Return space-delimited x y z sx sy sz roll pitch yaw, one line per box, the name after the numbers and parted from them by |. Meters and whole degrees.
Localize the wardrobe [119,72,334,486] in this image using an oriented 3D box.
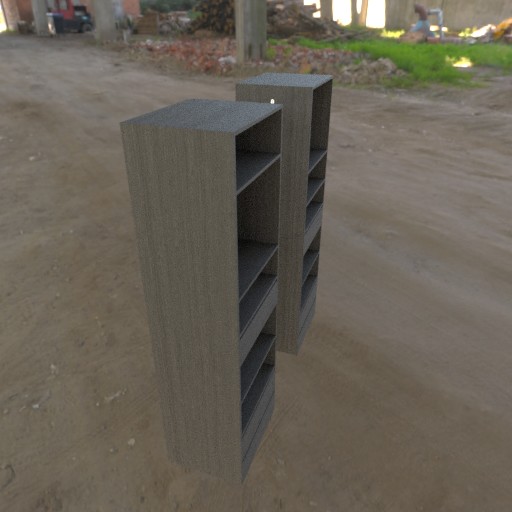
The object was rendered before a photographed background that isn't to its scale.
0.000 0.000 2.858 0.480 2.000 1.770 10 30 18 | wardrobe
